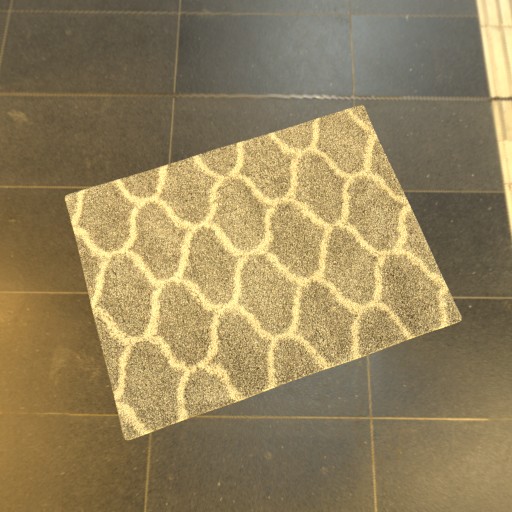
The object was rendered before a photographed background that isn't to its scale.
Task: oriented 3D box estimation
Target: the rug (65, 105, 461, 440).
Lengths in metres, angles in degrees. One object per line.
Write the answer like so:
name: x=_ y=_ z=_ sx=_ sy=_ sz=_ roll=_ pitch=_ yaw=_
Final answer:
rug: x=0.000 y=0.000 z=2.120 sx=1.600 sy=0.025 sz=1.200 roll=-18 pitch=76 yaw=-5
